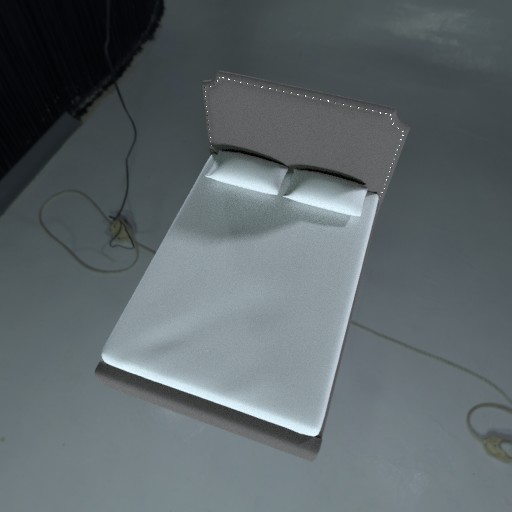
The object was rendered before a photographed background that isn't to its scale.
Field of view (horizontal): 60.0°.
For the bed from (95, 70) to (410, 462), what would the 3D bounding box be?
[{"bbox_3d":[0.000,0.000,3.443,1.713,1.443,2.372,16,58,10],"label":"bed"}]
